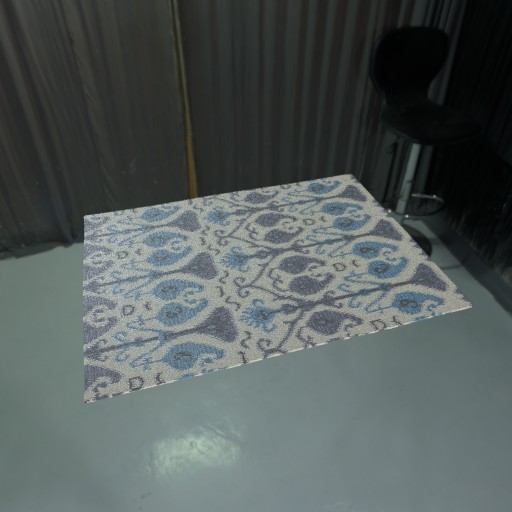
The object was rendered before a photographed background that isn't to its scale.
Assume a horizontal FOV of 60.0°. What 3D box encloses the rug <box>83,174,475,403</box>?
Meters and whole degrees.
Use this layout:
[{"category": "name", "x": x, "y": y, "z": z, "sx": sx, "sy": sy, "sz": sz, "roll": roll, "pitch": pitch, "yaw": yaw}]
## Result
[{"category": "rug", "x": 0.000, "y": 0.000, "z": 3.026, "sx": 2.261, "sy": 0.013, "sz": 1.676, "roll": -11, "pitch": 41, "yaw": -13}]
